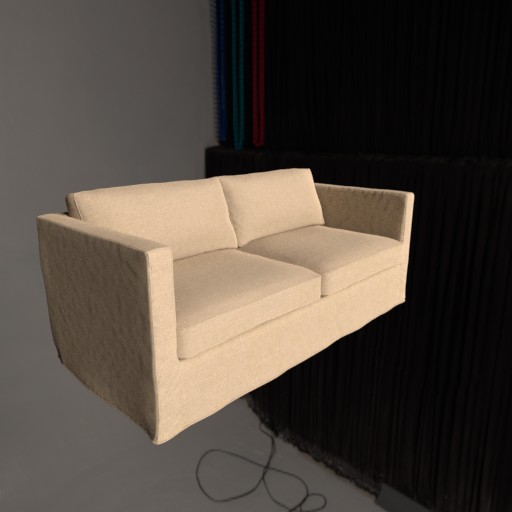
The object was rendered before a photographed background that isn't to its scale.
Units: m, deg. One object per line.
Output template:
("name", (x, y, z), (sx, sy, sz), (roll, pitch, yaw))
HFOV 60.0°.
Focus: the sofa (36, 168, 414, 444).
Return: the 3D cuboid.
("sofa", (0.000, 0.000, 2.468), (0.956, 0.847, 1.987), (15, 21, 42))
